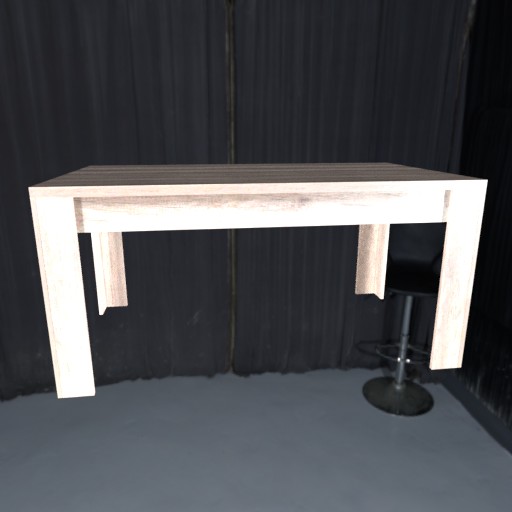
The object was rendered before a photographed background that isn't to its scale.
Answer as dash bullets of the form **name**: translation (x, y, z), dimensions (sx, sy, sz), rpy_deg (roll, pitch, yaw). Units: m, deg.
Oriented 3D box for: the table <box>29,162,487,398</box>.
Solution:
- **table**: translation (0.000, 0.000, 2.063), dimensions (1.600, 0.775, 0.900), rpy_deg (-2, 16, -8)
